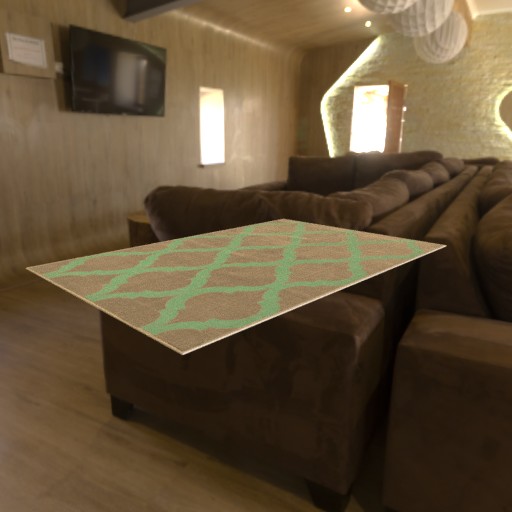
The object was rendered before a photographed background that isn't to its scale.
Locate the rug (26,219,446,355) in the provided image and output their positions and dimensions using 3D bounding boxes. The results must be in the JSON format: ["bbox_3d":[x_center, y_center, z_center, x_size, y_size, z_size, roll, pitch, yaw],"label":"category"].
[{"bbox_3d":[0.000,0.000,2.859,1.524,0.006,2.286,14,20,43],"label":"rug"}]
